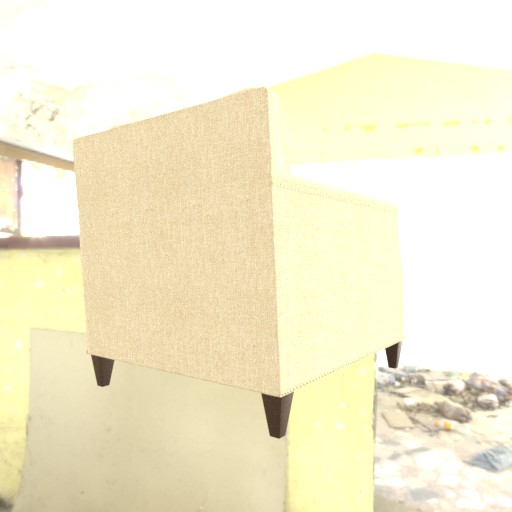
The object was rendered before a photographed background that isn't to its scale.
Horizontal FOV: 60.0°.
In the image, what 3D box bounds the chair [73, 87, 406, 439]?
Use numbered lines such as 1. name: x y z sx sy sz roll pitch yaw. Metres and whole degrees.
1. chair: 0.000 0.000 1.717 0.838 0.940 1.041 0 0 36
